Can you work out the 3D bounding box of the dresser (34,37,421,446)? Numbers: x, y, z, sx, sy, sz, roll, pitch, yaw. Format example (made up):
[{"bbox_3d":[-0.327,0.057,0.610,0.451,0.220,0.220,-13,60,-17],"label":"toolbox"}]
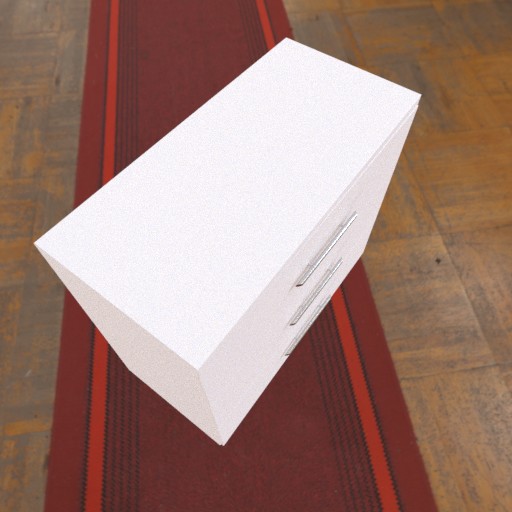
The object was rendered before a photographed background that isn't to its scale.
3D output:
[{"bbox_3d":[0.000,0.000,1.252,0.420,0.740,0.830,32,63,19],"label":"dresser"}]
